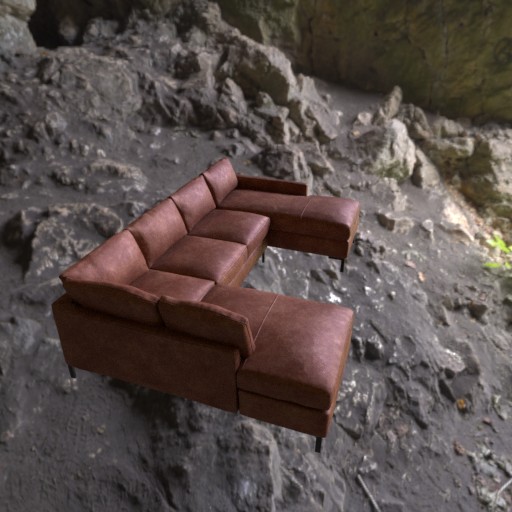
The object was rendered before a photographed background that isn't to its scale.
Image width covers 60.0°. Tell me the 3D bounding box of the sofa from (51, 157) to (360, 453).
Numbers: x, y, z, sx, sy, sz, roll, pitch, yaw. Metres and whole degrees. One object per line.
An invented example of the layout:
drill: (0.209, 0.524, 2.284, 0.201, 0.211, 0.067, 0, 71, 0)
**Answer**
sofa: (0.000, 0.000, 3.972, 1.939, 0.900, 2.956, 10, 31, 17)
